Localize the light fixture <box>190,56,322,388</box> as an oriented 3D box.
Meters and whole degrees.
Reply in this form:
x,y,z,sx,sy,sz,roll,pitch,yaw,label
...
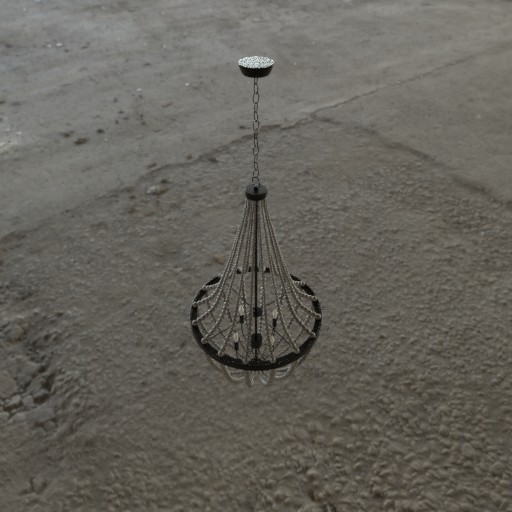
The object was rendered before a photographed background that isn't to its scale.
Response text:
x,y,z,sx,sy,sz,roll,pitch,yaw,label
0.000,0.000,1.346,0.450,1.133,0.450,0,41,0,light fixture
